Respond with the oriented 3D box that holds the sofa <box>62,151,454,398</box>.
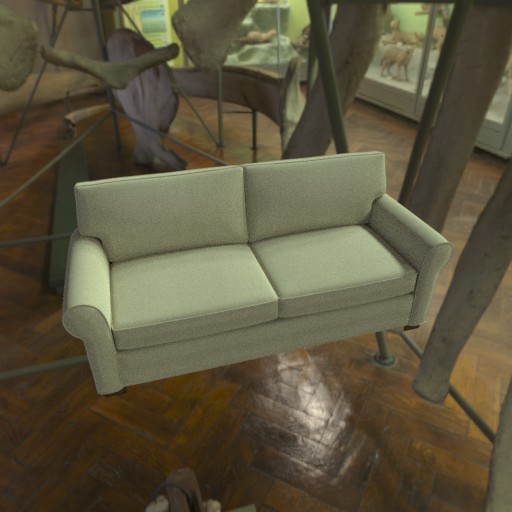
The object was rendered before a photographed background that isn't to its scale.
[{"bbox_3d":[0.000,0.000,2.713,2.146,0.962,0.901,-9,33,-14],"label":"sofa"}]
